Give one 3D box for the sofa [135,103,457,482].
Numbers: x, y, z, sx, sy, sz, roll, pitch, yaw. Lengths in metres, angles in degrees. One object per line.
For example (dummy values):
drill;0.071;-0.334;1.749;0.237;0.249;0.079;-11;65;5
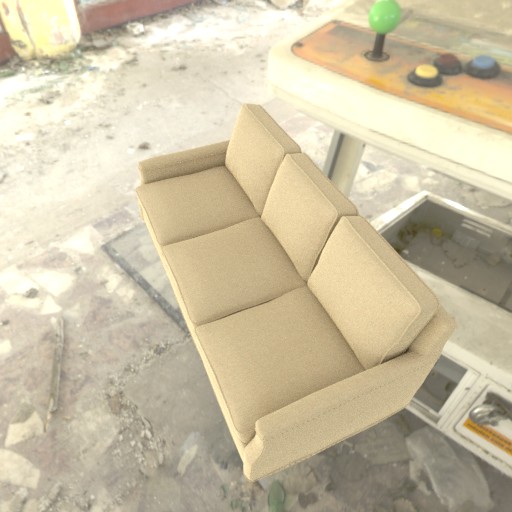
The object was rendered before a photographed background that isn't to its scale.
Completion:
sofa;0.000;0.000;2.803;1.084;1.003;2.246;-18;49;-16
